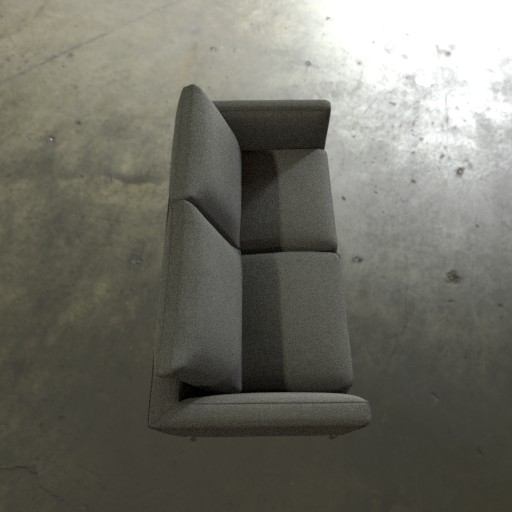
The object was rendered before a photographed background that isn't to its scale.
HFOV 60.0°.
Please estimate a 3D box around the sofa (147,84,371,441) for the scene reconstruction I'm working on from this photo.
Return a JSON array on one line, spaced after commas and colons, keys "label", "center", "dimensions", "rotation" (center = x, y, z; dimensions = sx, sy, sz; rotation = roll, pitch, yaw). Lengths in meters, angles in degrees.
[{"label": "sofa", "center": [0.000, 0.000, 2.113], "dimensions": [0.803, 0.924, 1.594], "rotation": [-1, 62, 0]}]
